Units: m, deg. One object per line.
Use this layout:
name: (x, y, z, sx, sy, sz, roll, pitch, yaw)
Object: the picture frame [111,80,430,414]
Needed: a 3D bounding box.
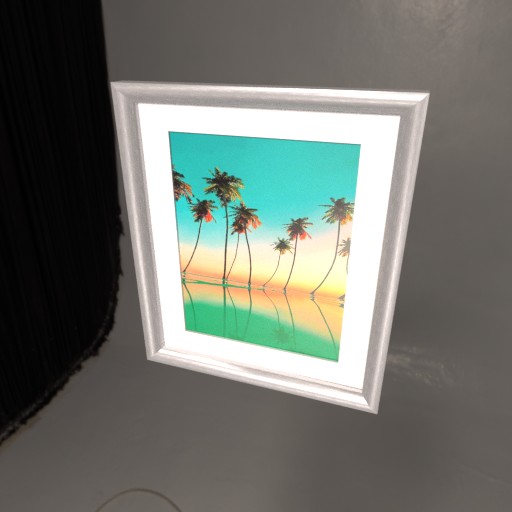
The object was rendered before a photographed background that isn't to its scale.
picture frame: (0.000, 0.000, 0.526, 0.327, 0.378, 0.027, 9, 27, 17)
